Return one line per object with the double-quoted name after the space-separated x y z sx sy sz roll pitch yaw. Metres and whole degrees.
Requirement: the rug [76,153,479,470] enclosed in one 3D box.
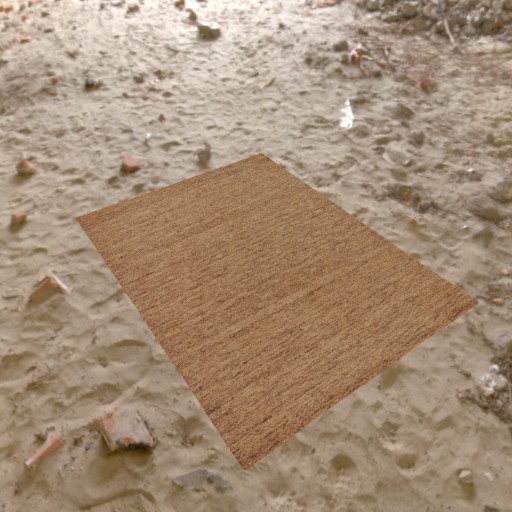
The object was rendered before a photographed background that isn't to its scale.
0.000 0.000 4.261 2.438 0.012 3.200 -25 48 -25 "rug"
